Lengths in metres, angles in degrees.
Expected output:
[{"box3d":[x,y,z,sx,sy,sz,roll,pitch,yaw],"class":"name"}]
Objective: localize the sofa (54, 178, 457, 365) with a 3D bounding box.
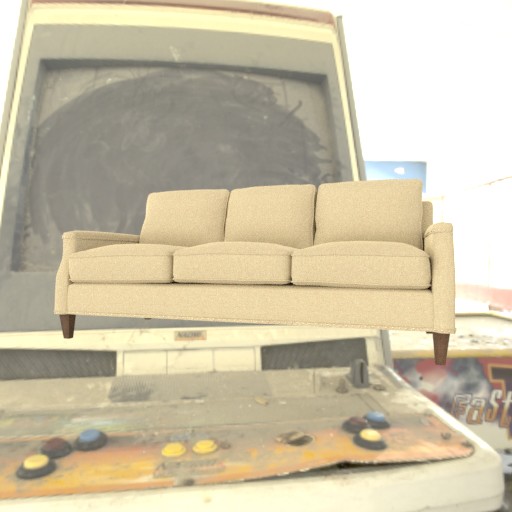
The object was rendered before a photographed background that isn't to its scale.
[{"box3d":[0.000,0.000,2.825,2.246,1.003,1.084,0,0,18],"class":"sofa"}]
